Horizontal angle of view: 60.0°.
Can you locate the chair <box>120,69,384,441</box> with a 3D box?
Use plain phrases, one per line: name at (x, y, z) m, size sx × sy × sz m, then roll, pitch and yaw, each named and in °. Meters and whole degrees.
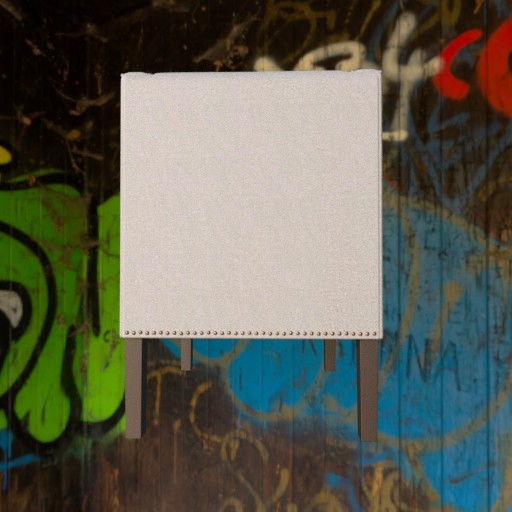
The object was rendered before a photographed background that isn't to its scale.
chair at (0.000, 0.000, 1.391) m, size 0.631 × 0.867 × 0.747 m, roll 0°, pitch -1°, yaw 2°
